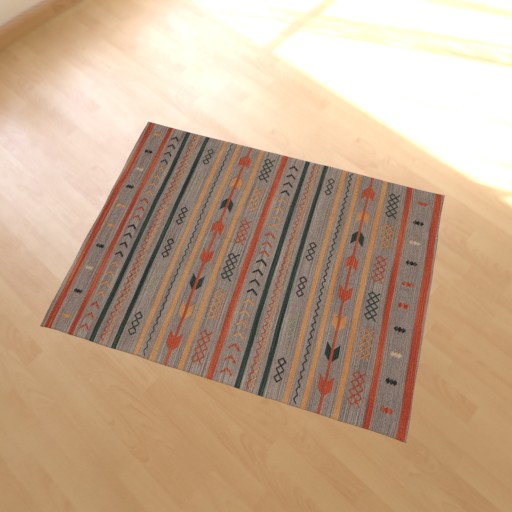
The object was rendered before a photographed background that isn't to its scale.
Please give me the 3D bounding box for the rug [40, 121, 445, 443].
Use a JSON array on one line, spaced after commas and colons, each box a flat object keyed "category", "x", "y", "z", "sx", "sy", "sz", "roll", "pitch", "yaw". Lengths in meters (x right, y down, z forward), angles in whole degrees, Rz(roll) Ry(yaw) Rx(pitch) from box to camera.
[{"category": "rug", "x": 0.000, "y": 0.000, "z": 3.911, "sx": 3.029, "sy": 0.022, "sz": 2.263, "roll": 16, "pitch": 66, "yaw": 7}]
